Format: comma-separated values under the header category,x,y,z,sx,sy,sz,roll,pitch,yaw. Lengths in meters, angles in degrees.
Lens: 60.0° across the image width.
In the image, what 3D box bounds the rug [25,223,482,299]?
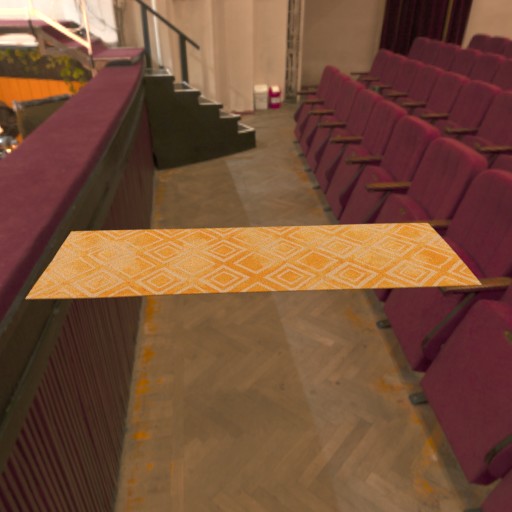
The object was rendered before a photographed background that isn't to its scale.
category,x,y,z,sx,sy,sz,roll,pitch,yaw
rug,0.000,0.000,2.685,2.438,0.010,0.775,-2,30,-3
